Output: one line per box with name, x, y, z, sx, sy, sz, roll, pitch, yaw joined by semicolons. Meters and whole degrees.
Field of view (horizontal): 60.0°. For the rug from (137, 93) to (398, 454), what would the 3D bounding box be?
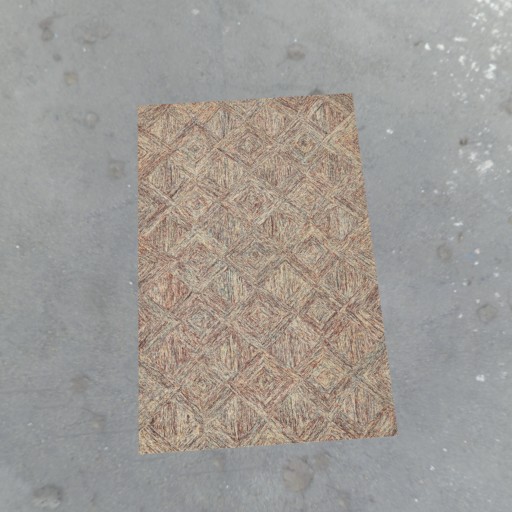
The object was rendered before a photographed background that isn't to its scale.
rug;0.000;0.000;2.867;1.523;0.019;2.285;-4;76;-1
